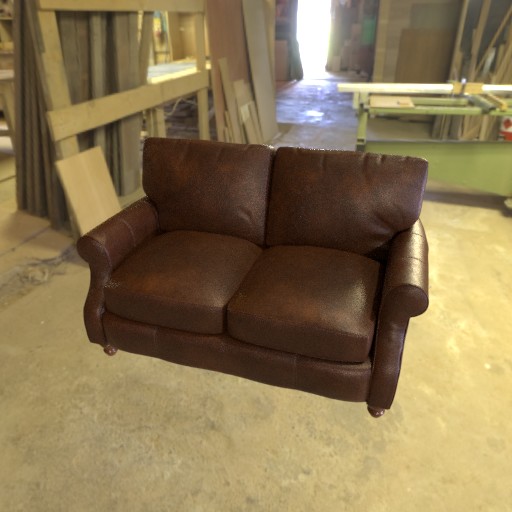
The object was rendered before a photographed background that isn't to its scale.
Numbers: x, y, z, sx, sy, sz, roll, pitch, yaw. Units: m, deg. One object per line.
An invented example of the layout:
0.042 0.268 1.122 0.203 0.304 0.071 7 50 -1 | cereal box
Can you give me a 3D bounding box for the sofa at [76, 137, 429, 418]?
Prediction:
0.000 0.000 2.227 1.616 0.976 0.990 8 28 16 | sofa
